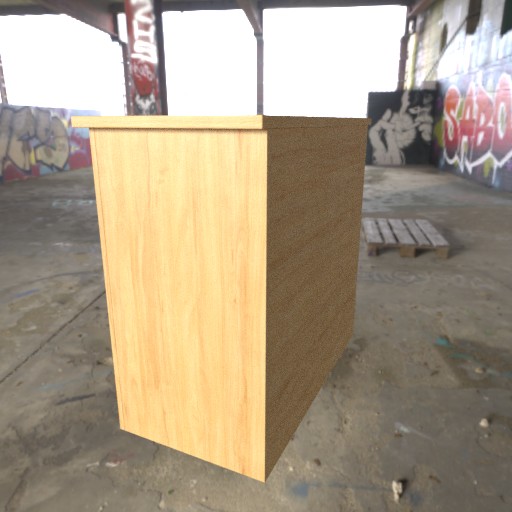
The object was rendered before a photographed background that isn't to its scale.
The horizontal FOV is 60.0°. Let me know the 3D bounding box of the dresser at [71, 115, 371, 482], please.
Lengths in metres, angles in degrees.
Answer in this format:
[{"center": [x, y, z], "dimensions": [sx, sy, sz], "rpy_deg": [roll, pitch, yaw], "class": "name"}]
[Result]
[{"center": [0.000, 0.000, 1.222], "dimensions": [0.410, 0.730, 0.800], "rpy_deg": [8, 19, 25], "class": "dresser"}]
